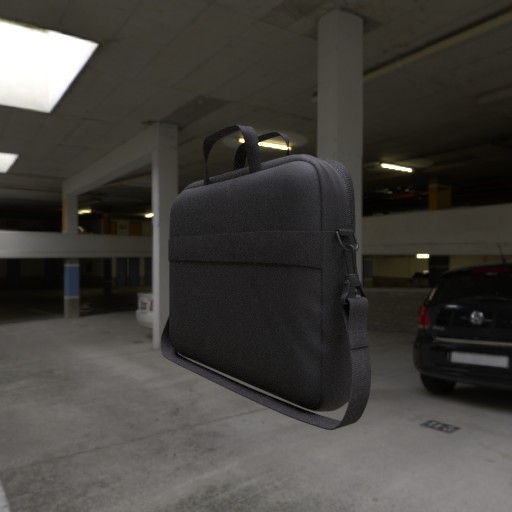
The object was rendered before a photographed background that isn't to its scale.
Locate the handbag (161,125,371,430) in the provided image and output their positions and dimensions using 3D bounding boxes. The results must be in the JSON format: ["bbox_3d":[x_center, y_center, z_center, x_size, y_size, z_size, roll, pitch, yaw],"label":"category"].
[{"bbox_3d":[0.000,0.000,0.442,0.089,0.244,0.320,0,0,-35],"label":"handbag"}]
